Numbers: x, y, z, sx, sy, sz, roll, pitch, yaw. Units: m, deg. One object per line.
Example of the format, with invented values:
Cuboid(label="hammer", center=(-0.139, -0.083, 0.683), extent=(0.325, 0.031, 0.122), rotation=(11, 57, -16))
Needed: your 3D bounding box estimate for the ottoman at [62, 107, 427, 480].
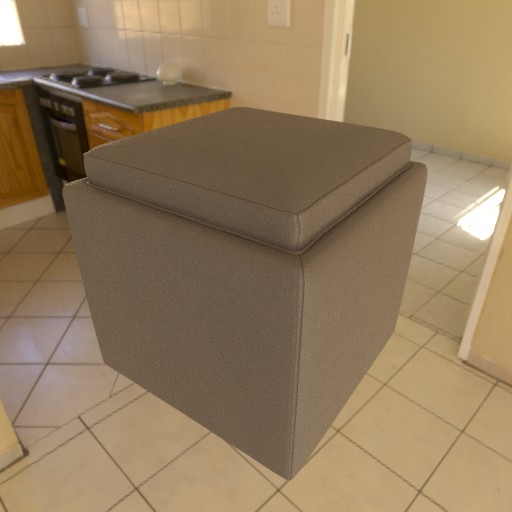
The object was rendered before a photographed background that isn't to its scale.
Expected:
Cuboid(label="ottoman", center=(0.000, 0.000, 0.808), extent=(0.451, 0.460, 0.450), rotation=(20, 36, 30))
